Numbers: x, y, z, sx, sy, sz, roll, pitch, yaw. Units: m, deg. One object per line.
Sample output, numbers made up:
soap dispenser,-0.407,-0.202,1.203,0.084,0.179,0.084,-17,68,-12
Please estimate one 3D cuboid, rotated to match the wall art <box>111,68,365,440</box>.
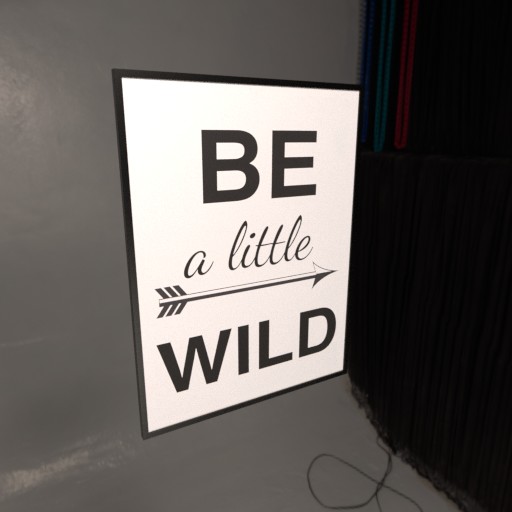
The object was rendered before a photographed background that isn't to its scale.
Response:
wall art,0.000,0.000,0.778,0.442,0.582,0.013,-9,18,-28
